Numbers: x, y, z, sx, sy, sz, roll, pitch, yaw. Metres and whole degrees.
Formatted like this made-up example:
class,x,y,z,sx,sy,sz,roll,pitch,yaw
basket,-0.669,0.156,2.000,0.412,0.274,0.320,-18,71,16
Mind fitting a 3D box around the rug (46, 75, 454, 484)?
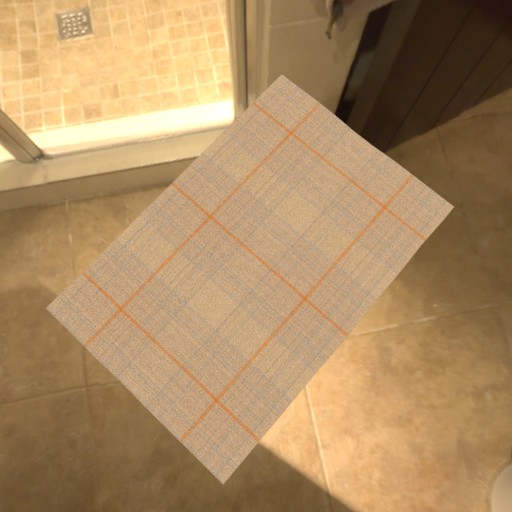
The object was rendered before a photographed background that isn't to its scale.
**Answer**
class,x,y,z,sx,sy,sz,roll,pitch,yaw
rug,0.000,0.000,2.313,1.232,0.015,1.825,41,79,9
